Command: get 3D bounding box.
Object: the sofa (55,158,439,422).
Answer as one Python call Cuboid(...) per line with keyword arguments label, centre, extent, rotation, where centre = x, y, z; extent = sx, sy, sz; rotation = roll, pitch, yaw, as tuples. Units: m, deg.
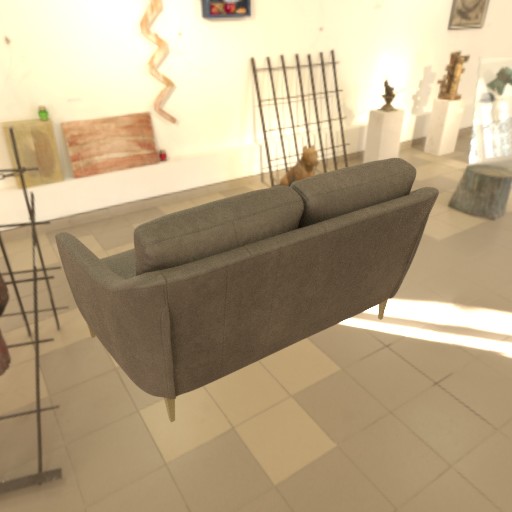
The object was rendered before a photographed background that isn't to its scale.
Cuboid(label="sofa", centre=(0.000, 0.000, 2.159), extent=(1.619, 0.902, 0.960), rotation=(-18, 35, -29))
